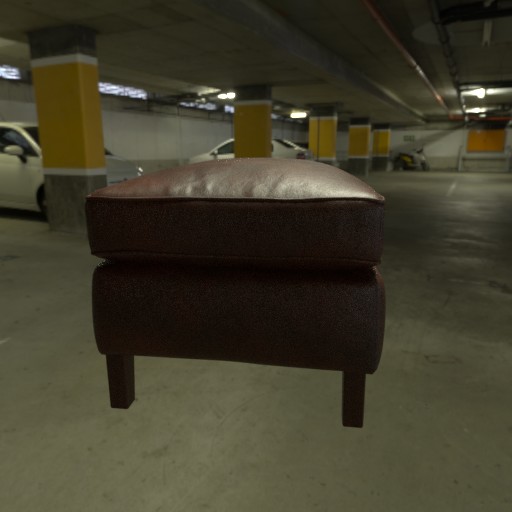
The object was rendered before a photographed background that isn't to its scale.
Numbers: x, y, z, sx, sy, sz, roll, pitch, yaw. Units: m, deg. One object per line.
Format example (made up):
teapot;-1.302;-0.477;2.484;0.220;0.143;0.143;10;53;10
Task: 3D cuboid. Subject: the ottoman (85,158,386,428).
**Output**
ottoman;0.000;0.000;0.997;0.501;0.432;0.665;2;13;8
